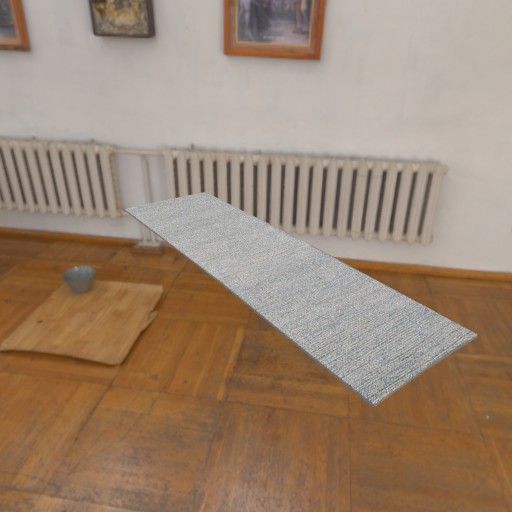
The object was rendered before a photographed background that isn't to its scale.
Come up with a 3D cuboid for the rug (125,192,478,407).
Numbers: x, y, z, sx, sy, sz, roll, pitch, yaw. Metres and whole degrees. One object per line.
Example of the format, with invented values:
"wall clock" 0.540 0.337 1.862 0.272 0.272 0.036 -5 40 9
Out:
"rug" 0.000 0.000 2.559 0.675 0.037 2.341 -18 32 -31
